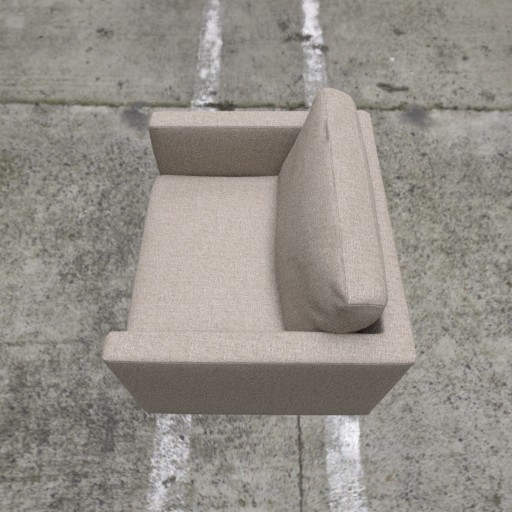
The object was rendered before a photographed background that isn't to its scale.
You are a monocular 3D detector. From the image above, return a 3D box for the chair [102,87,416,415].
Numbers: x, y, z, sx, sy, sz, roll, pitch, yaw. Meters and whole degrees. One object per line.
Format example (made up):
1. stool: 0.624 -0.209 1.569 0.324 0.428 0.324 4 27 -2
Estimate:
1. chair: 0.000 0.000 1.788 0.959 0.961 1.107 0 57 0
